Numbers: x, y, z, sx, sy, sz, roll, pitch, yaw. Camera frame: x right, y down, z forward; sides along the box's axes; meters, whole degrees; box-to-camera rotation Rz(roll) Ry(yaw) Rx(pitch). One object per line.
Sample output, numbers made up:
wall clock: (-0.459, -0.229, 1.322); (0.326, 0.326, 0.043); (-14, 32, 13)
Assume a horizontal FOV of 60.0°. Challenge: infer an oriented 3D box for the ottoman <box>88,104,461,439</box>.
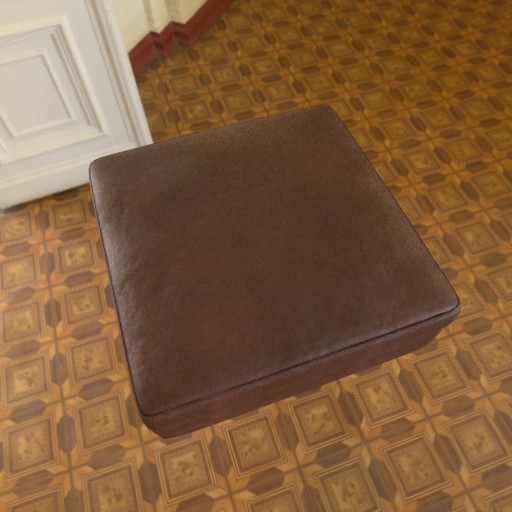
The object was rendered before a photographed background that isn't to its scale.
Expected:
ottoman: (0.000, 0.000, 1.349); (0.836, 0.415, 0.844); (-17, 60, -10)
